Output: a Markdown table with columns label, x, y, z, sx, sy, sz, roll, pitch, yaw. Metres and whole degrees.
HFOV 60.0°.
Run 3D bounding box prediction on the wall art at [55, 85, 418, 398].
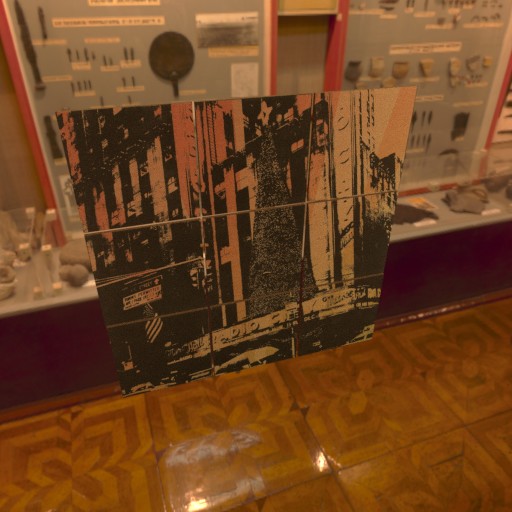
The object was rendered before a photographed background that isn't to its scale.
| label | x | y | z | sx | sy | sz | roll | pitch | yaw |
| --- | --- | --- | --- | --- | --- | --- | --- | --- | --- |
| wall art | 0.000 | 0.000 | 1.328 | 0.919 | 0.917 | 0.010 | -10 | 33 | -15 |
